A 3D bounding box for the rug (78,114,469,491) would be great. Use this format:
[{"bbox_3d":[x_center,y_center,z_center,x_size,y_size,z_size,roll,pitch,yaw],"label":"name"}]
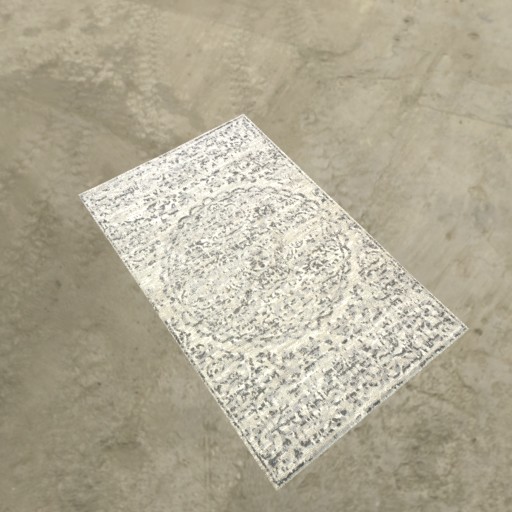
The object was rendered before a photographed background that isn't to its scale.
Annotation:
[{"bbox_3d":[0.000,0.000,3.056,1.527,0.021,2.447,-32,64,-18],"label":"rug"}]
